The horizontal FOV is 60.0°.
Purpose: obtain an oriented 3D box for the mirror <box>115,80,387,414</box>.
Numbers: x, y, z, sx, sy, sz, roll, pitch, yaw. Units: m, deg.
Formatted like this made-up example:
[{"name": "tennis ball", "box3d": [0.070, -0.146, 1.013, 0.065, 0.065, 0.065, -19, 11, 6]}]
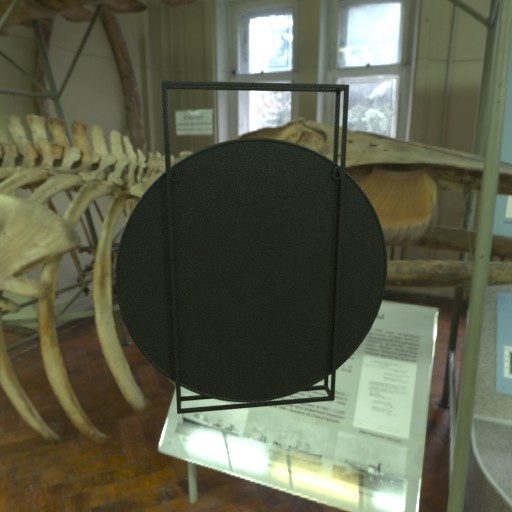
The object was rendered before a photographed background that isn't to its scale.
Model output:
[{"name": "mirror", "box3d": [0.000, 0.000, 0.829, 0.508, 0.603, 0.051, -2, 14, -8]}]
